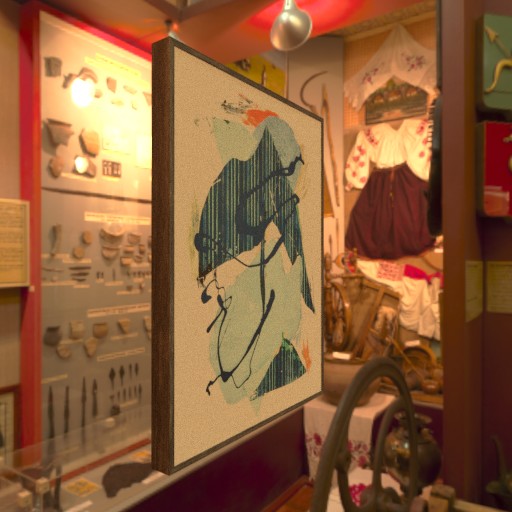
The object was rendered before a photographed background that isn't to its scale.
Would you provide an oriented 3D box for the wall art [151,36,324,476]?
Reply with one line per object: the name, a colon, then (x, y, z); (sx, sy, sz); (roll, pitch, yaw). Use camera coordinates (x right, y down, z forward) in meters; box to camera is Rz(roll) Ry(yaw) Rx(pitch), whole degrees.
wall art: (0.000, 0.000, 1.349); (0.063, 1.016, 0.762); (0, 0, 36)
